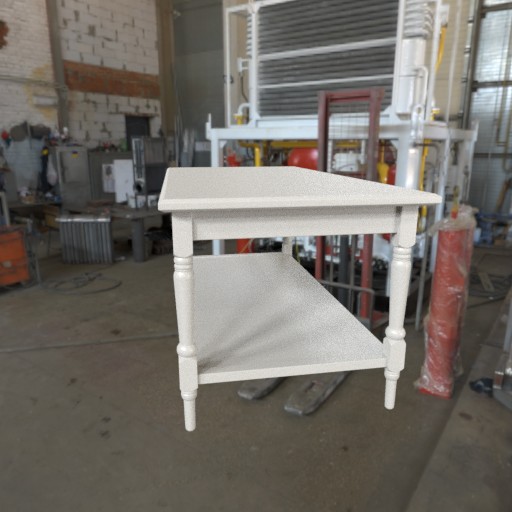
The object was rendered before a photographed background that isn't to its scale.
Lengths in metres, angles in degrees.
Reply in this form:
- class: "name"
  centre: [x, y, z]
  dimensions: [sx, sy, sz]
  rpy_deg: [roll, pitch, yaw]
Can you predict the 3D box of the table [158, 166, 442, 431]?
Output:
- class: "table"
  centre: [0.000, 0.000, 1.420]
  dimensions: [0.551, 0.506, 1.109]
  rpy_deg: [-3, 14, -10]
